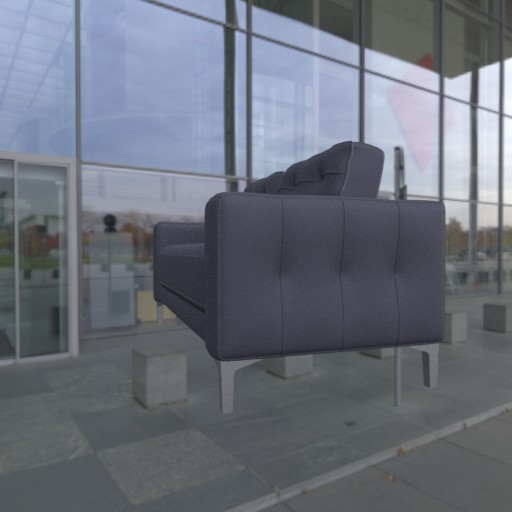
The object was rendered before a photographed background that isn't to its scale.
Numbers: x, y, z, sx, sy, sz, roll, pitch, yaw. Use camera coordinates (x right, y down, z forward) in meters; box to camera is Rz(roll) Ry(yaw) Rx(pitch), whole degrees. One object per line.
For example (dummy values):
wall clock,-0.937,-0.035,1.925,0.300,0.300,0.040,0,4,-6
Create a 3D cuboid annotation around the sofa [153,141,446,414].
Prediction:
sofa,0.000,0.000,2.189,0.833,0.893,1.726,0,1,-19
